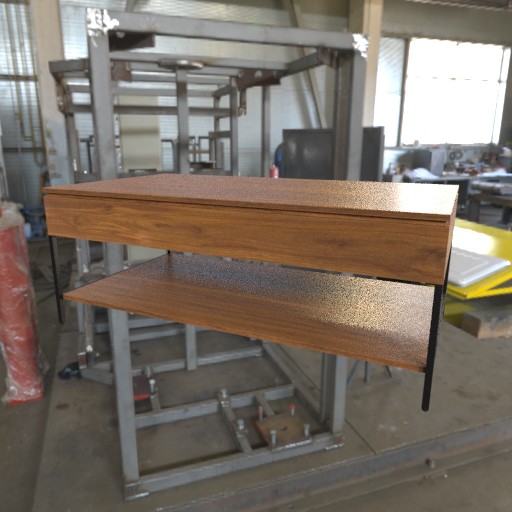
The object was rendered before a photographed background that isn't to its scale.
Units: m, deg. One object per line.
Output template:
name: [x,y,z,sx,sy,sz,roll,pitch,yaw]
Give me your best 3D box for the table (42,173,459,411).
table: [0.000,0.000,1.330,1.057,0.414,0.574,7,16,24]
